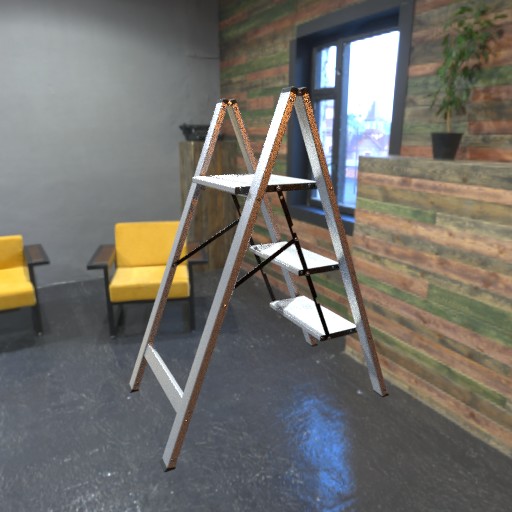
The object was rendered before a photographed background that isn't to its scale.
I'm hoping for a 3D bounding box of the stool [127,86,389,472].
[{"bbox_3d":[0.000,0.000,1.313,0.730,0.902,0.441,-8,17,-26],"label":"stool"}]
